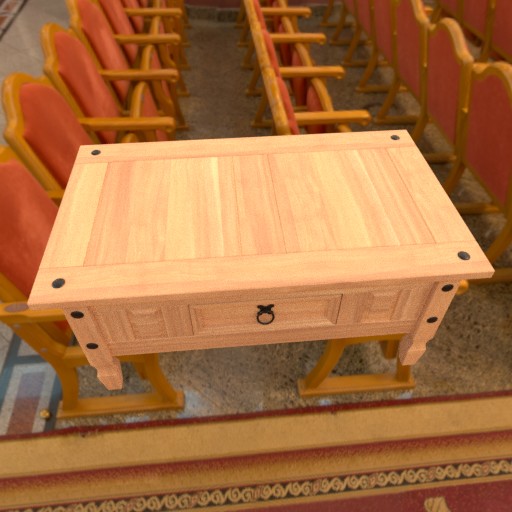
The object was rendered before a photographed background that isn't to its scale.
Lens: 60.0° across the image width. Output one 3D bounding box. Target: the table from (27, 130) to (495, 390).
[{"bbox_3d":[0.000,0.000,1.302,1.000,0.437,0.600,-4,46,-4],"label":"table"}]
